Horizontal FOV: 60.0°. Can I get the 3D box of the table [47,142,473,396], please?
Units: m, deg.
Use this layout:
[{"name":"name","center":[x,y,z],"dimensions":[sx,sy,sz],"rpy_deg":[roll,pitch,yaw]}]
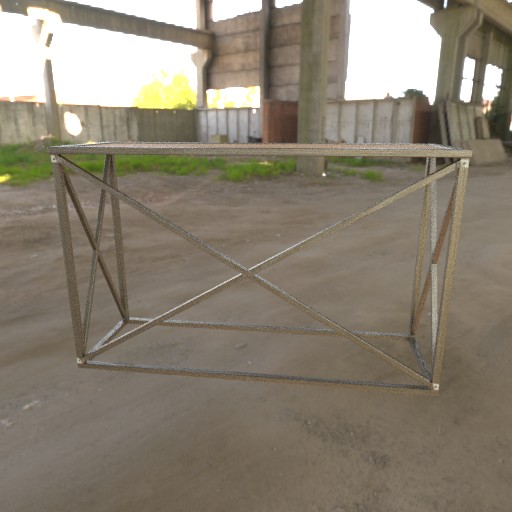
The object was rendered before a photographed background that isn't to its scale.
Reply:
[{"name":"table","center":[0.000,0.000,1.552],"dimensions":[1.216,0.753,0.402],"rpy_deg":[2,17,8]}]
